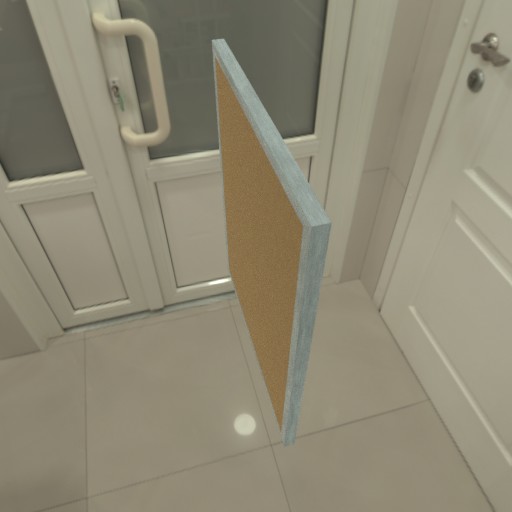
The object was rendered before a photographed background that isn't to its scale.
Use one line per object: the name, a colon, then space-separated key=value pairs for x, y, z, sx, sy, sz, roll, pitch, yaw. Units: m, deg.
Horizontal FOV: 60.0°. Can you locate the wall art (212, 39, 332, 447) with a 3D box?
wall art: x=0.000 y=0.000 z=0.805 sx=0.022 sy=0.582 sz=0.479 roll=-12 pitch=48 yaw=-11
